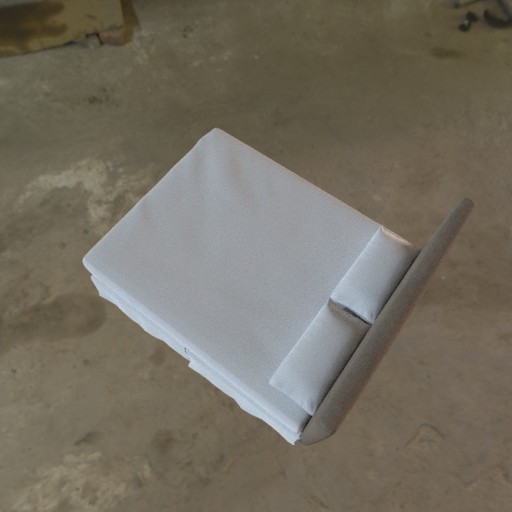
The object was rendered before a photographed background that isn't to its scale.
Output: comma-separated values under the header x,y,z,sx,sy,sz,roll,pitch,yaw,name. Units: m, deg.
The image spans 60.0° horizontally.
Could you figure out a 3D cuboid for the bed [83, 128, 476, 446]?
x,y,z,sx,sy,sz,roll,pitch,yaw,name
0.000,0.000,3.248,2.142,1.330,1.723,34,69,15,bed
